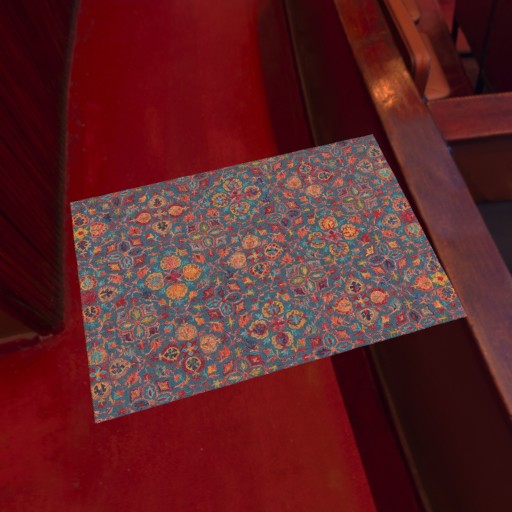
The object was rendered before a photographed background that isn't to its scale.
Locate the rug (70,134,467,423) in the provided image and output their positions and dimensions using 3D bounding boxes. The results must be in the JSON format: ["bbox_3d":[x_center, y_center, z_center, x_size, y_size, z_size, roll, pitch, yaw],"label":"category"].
[{"bbox_3d":[0.000,0.000,2.348,1.836,0.014,1.216,-14,64,-7],"label":"rug"}]
